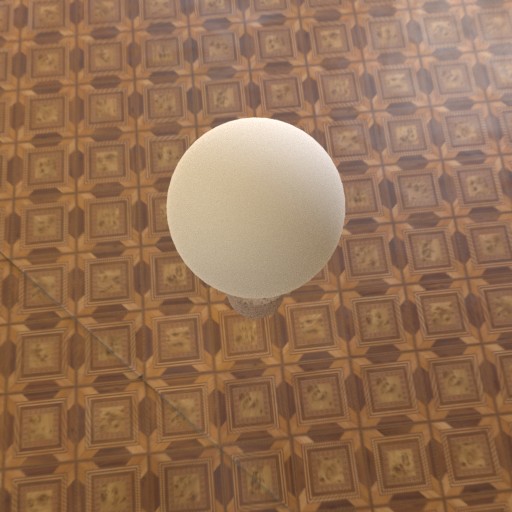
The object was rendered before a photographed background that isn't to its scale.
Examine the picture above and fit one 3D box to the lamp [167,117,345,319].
[{"bbox_3d":[0.000,0.000,0.545,0.153,0.480,0.153,0,76,0],"label":"lamp"}]
